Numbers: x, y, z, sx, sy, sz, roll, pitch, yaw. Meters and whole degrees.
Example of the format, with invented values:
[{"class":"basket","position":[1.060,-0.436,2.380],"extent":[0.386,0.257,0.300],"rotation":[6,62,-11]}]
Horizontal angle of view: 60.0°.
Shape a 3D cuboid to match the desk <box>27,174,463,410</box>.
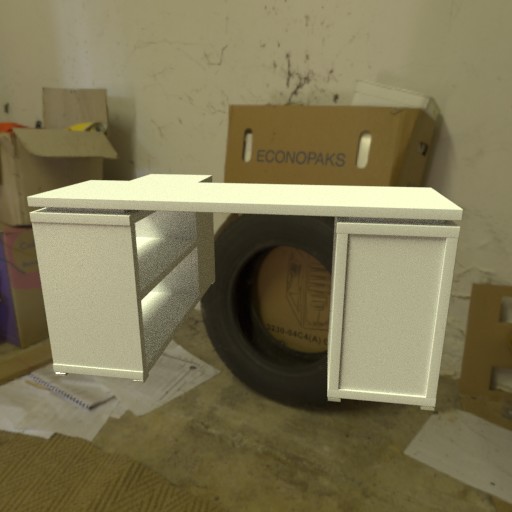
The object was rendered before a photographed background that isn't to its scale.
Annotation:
[{"class":"desk","position":[0.000,0.000,2.200],"extent":[1.524,0.753,1.200],"rotation":[3,18,9]}]
